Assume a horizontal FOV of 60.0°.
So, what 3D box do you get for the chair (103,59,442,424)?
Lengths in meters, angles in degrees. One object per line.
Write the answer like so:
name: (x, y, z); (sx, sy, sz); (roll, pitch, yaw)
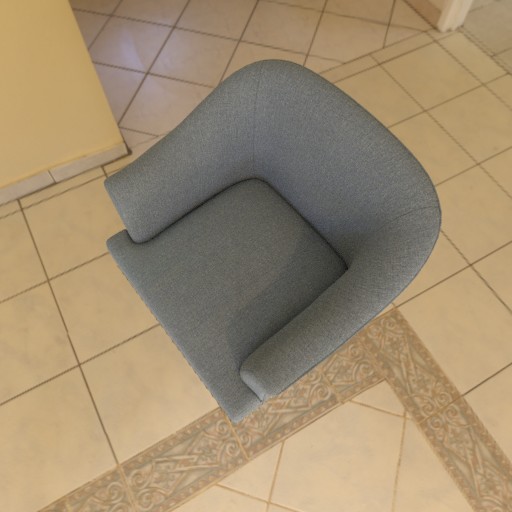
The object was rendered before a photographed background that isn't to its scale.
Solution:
chair: (0.000, 0.000, 1.387); (0.704, 0.815, 0.798); (-35, 68, -17)
